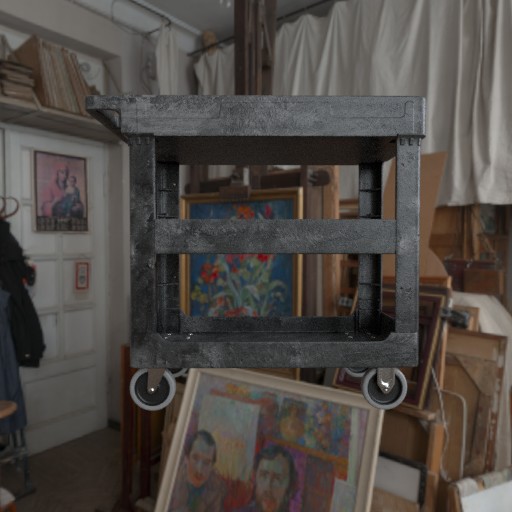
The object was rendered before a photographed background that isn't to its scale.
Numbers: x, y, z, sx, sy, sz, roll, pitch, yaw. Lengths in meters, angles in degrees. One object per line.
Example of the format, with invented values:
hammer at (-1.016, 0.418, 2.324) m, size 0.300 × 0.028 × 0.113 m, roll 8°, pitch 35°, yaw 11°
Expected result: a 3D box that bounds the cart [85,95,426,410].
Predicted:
cart at (0.000, 0.000, 1.338) m, size 0.877 × 0.824 × 0.420 m, roll 0°, pitch 2°, yaw -1°
